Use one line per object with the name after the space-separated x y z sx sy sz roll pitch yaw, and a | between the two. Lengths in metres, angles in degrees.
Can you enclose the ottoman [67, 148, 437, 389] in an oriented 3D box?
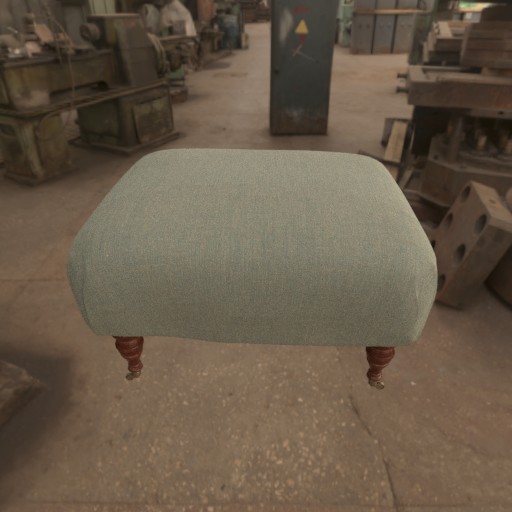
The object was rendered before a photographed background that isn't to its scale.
0.000 0.000 1.148 0.747 0.450 0.622 1 31 2 | ottoman
